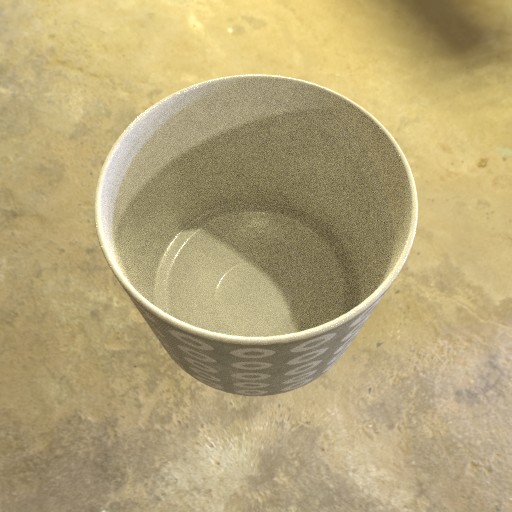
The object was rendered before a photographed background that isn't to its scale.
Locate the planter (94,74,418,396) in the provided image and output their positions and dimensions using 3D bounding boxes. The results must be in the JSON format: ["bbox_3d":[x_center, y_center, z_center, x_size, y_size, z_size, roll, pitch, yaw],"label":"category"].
[{"bbox_3d":[0.000,0.000,0.452,0.250,0.239,0.250,0,63,0],"label":"planter"}]
